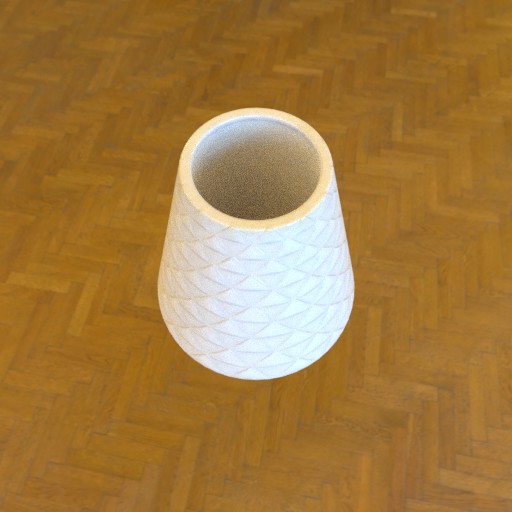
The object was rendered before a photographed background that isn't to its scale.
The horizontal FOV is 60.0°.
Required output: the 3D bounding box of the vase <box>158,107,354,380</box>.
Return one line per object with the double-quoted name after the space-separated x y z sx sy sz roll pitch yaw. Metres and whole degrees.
0.000 0.000 0.354 0.175 0.230 0.175 0 63 0 "vase"
